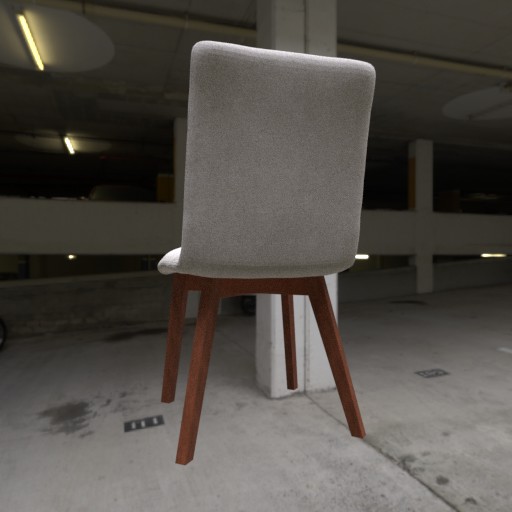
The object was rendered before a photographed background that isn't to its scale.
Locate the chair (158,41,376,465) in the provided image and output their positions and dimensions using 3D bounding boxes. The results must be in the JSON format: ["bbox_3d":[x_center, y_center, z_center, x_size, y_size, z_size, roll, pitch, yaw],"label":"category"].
[{"bbox_3d":[0.000,0.000,1.289,0.522,0.974,0.563,0,1,-18],"label":"chair"}]
